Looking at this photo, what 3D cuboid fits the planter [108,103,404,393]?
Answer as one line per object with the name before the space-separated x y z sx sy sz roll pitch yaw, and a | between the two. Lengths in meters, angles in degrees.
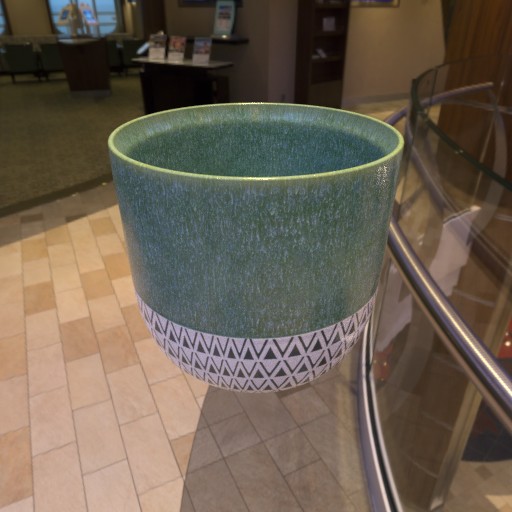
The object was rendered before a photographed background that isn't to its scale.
planter | 0.000 0.000 0.479 0.266 0.270 0.266 0 30 0
